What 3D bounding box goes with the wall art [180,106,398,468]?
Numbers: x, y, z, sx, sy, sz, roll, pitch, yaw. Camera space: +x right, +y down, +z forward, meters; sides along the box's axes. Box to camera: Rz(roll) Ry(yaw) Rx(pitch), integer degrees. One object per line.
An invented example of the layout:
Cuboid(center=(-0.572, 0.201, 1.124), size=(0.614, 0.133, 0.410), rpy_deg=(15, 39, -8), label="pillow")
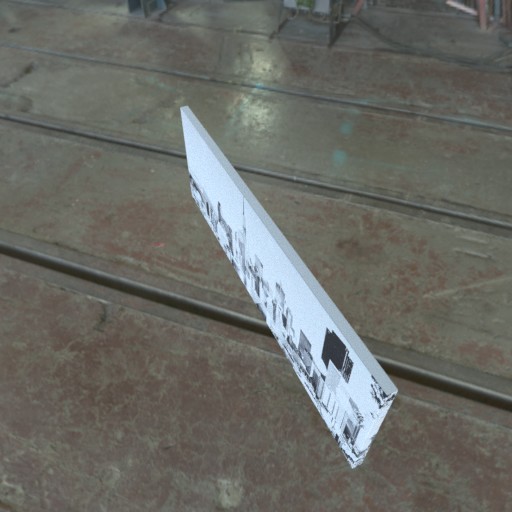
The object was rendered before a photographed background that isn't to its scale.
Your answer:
Cuboid(center=(0.000, 0.000, 1.709), size=(0.039, 0.507, 1.520), rpy_deg=(-19, 49, -17), label="wall art")
